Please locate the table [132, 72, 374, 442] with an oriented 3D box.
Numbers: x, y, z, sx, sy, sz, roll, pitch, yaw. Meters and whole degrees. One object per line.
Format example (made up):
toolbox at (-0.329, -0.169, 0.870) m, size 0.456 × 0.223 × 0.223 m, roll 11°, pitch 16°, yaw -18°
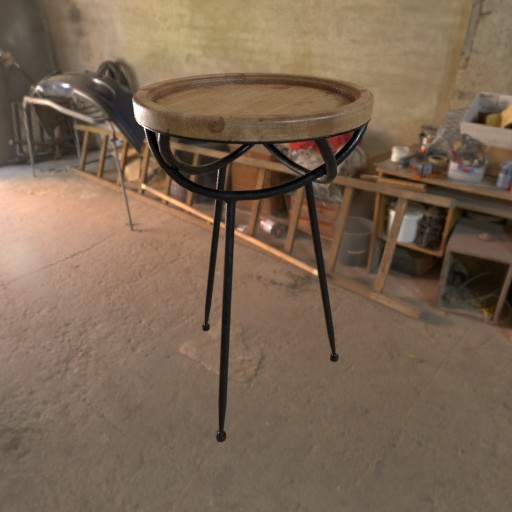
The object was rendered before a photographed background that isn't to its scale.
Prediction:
table at (0.000, 0.000, 0.934) m, size 0.418 × 0.664 × 0.414 m, roll 1°, pitch 31°, yaw 2°
